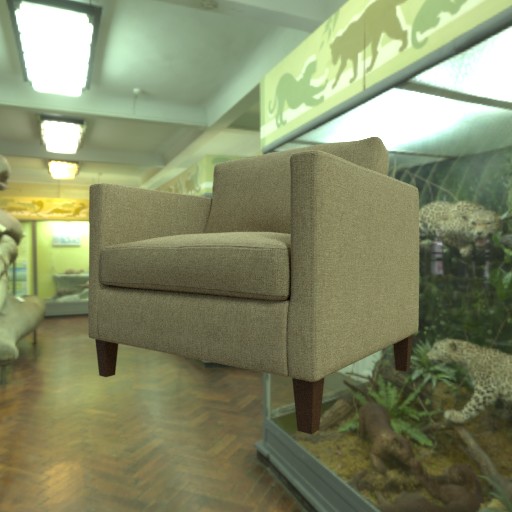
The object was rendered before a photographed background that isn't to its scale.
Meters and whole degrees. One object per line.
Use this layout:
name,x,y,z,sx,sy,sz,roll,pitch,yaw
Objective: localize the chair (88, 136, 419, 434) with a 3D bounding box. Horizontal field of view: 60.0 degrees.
chair,0.000,0.000,1.872,1.107,0.987,0.959,0,1,36
